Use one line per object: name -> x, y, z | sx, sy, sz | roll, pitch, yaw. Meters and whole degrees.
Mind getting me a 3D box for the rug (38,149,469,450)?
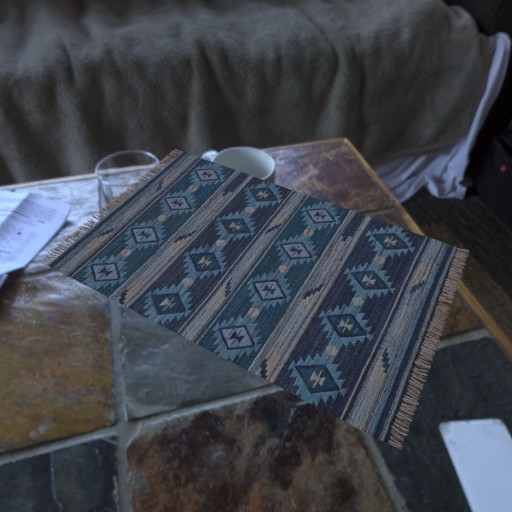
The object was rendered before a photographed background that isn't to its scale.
rug -> 0.000, 0.000, 2.314 | 1.936, 0.028, 1.181 | 23, 51, 20
